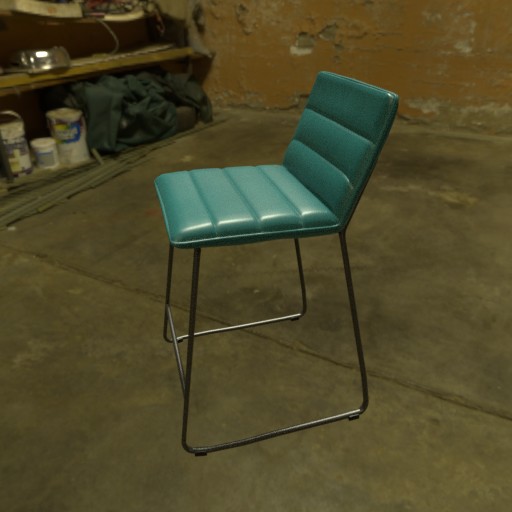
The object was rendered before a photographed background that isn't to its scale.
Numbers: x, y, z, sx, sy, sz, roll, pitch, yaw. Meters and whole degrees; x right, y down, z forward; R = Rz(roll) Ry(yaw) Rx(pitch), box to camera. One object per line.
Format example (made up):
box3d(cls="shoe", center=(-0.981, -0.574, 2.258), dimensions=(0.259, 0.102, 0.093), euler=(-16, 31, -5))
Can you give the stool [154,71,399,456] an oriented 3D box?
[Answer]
box3d(cls="stool", center=(0.000, 0.000, 1.182), dimensions=(0.524, 0.866, 0.489), euler=(-8, 31, -14))
